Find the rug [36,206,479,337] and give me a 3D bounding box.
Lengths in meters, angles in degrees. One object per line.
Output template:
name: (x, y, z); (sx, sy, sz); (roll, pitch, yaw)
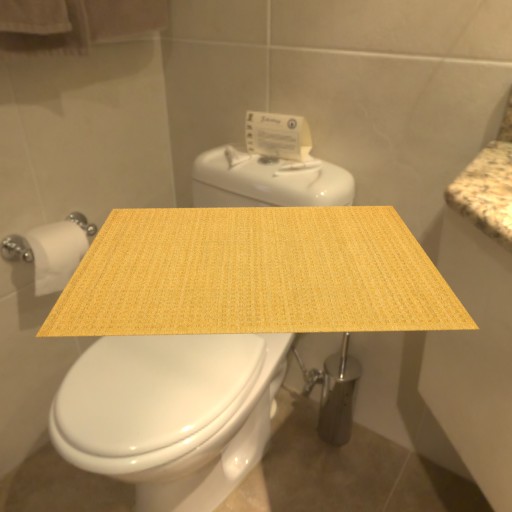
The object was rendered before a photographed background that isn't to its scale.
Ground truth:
rug: (0.000, 0.000, 3.745); (2.895, 0.006, 1.981); (-1, 31, -1)
